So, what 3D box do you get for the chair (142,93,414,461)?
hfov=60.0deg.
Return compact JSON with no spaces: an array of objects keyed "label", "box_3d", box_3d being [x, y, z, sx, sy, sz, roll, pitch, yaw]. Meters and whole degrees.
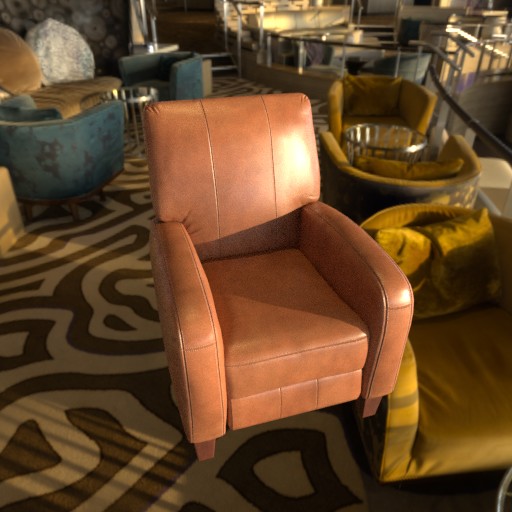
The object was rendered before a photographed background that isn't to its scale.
[{"label":"chair","box_3d":[0.000,0.000,1.646,0.762,0.990,0.990,-9,33,-14]}]
